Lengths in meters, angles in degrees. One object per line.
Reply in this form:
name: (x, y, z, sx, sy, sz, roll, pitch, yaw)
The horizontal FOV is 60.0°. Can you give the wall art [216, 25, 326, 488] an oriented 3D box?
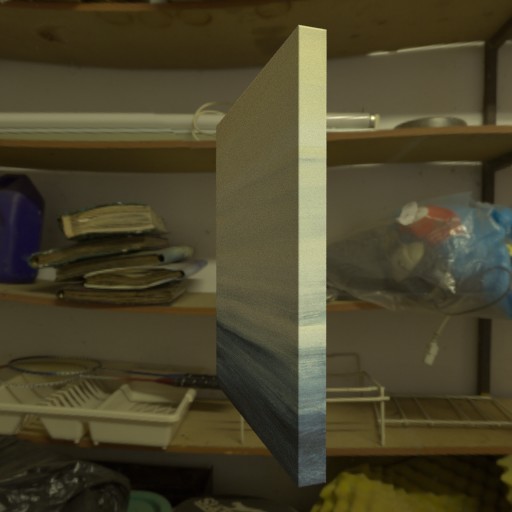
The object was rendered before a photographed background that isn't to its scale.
wall art: (0.000, 0.000, 0.821, 0.040, 0.608, 0.489, 0, 0, -18)
